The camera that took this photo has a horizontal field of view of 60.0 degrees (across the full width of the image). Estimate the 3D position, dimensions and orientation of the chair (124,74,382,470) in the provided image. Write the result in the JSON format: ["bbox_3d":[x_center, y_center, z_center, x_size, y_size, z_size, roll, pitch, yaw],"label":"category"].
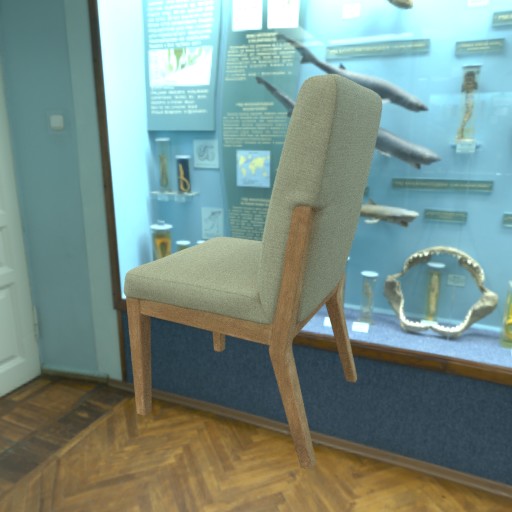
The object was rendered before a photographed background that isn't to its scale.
[{"bbox_3d":[0.000,0.000,1.282,0.586,0.911,0.507,7,16,25],"label":"chair"}]
